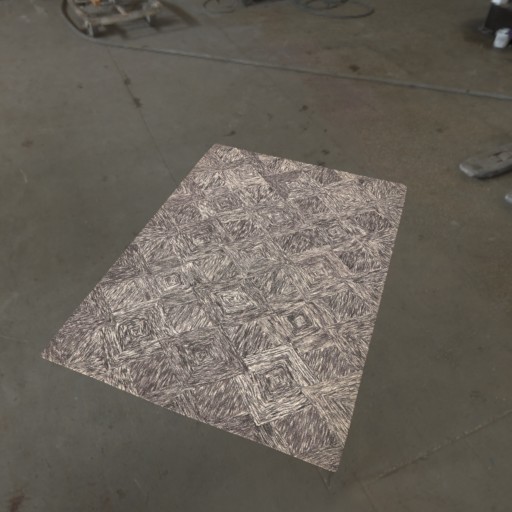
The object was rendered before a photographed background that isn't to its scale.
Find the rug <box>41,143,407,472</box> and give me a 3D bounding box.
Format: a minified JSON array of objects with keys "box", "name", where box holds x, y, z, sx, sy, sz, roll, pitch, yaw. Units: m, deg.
[{"box":[0.000,0.000,5.264,2.997,0.020,4.093,16,48,14],"name":"rug"}]
